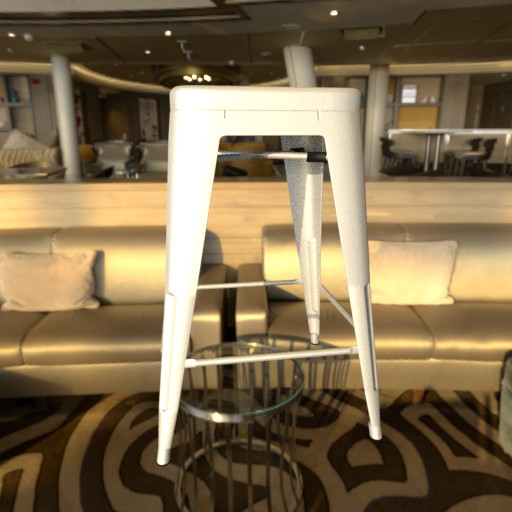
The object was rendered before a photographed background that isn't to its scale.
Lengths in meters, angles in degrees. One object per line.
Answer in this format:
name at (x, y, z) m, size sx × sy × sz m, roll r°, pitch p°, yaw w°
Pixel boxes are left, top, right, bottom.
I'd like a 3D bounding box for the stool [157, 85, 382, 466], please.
stool at (0.000, 0.000, 0.886) m, size 0.406 × 0.610 × 0.406 m, roll -3°, pitch 16°, yaw -9°
